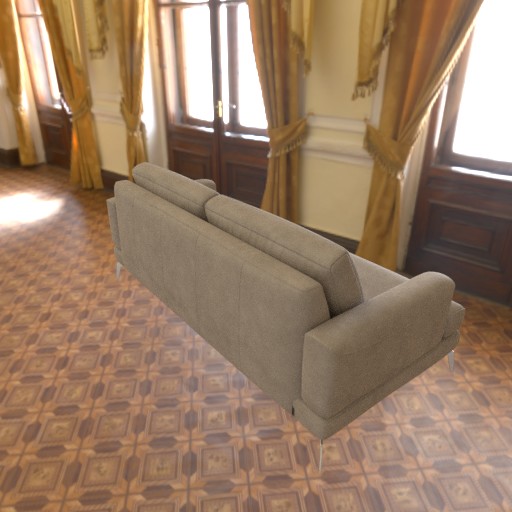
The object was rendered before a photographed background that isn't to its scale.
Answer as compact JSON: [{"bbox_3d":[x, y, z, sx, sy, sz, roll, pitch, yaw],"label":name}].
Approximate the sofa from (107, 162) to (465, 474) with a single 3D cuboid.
[{"bbox_3d":[0.000,0.000,2.484,0.980,0.830,2.013,-19,31,-34],"label":"sofa"}]
